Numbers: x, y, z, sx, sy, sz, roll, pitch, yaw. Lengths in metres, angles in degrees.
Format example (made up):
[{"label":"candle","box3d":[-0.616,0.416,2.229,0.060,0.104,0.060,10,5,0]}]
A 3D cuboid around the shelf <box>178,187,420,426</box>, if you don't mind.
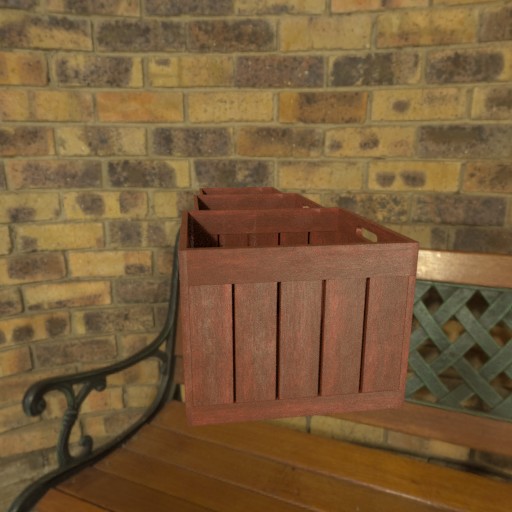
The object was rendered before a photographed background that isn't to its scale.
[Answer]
[{"label":"shelf","box3d":[0.000,0.000,1.254,0.393,0.311,1.064,-2,15,-8]}]
